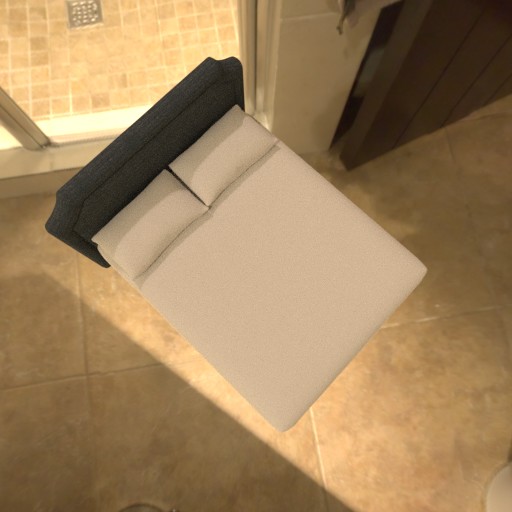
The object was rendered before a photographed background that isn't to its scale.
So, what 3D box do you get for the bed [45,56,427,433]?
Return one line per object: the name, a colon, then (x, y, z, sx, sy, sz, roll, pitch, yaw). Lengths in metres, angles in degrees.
bed: (0.000, 0.000, 3.335, 2.208, 1.297, 1.828, 43, 80, 9)
